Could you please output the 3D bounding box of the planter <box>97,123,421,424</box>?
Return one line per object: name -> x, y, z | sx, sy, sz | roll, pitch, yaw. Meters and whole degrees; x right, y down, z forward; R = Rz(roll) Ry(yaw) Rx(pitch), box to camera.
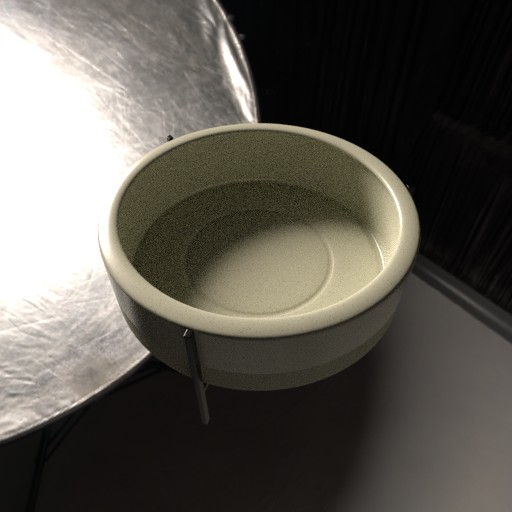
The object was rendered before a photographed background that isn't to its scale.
planter -> 0.000, 0.000, 0.535 | 0.336, 0.171, 0.345 | -32, 54, -26
